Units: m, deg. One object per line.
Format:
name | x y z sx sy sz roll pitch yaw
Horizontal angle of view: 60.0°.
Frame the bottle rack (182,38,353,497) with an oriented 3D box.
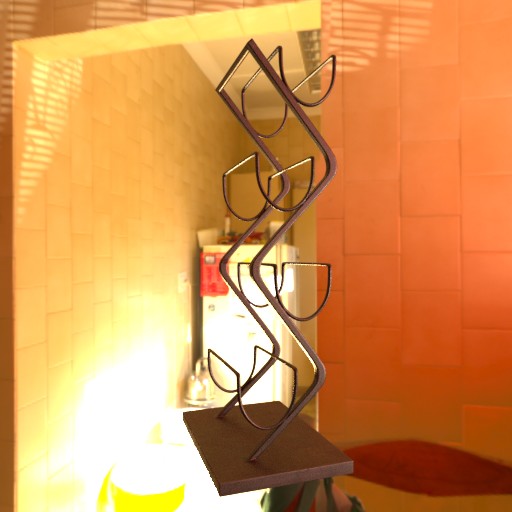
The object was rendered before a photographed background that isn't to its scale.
bottle rack | 0.000 0.000 0.661 0.178 0.559 0.254 0 0 -19
